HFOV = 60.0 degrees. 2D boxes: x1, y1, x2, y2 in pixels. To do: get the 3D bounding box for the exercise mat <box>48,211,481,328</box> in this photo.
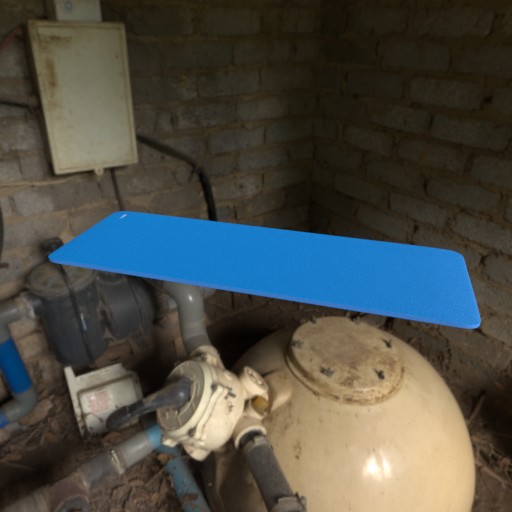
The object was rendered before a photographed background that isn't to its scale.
[{"bbox_3d":[0.000,0.000,2.074,1.869,0.021,0.616,8,29,14],"label":"exercise mat"}]
